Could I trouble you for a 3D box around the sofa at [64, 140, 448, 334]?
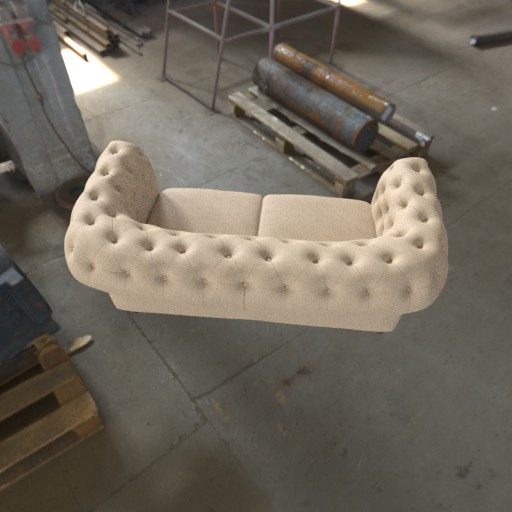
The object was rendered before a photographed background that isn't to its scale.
[{"bbox_3d":[0.000,0.000,2.563,1.988,0.835,1.069,4,47,4],"label":"sofa"}]
